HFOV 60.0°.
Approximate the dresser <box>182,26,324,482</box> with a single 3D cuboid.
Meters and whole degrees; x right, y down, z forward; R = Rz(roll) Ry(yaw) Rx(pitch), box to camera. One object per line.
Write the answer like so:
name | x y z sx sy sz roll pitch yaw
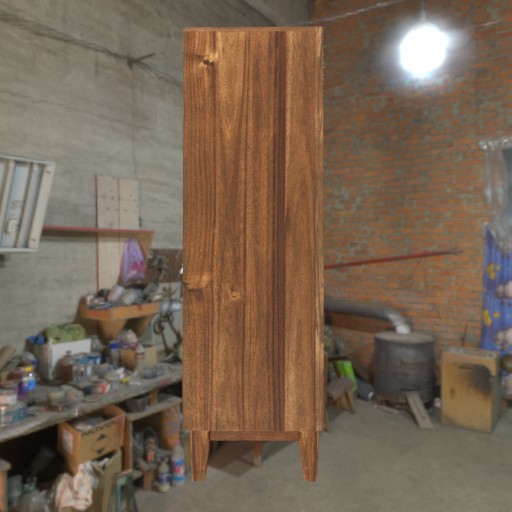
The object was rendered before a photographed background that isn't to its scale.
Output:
dresser | 0.000 0.000 1.882 0.442 1.393 1.062 0 -1 0
